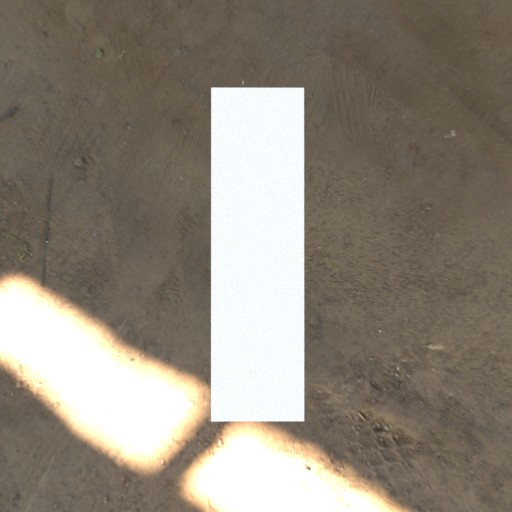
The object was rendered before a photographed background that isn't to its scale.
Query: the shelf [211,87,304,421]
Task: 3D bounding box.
[{"bbox_3d":[0.000,0.000,2.006,0.250,1.650,0.890,0,90,0],"label":"shelf"}]
